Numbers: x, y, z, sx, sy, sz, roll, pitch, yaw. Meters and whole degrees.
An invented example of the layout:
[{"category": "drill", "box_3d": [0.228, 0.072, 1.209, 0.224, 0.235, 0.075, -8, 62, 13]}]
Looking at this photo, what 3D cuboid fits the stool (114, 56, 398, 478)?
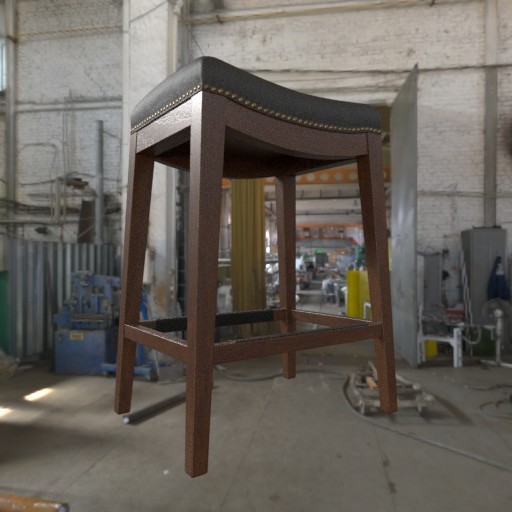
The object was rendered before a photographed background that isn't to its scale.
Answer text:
[{"category": "stool", "box_3d": [0.000, 0.000, 0.944, 0.490, 0.664, 0.353, 0, 0, -36]}]
